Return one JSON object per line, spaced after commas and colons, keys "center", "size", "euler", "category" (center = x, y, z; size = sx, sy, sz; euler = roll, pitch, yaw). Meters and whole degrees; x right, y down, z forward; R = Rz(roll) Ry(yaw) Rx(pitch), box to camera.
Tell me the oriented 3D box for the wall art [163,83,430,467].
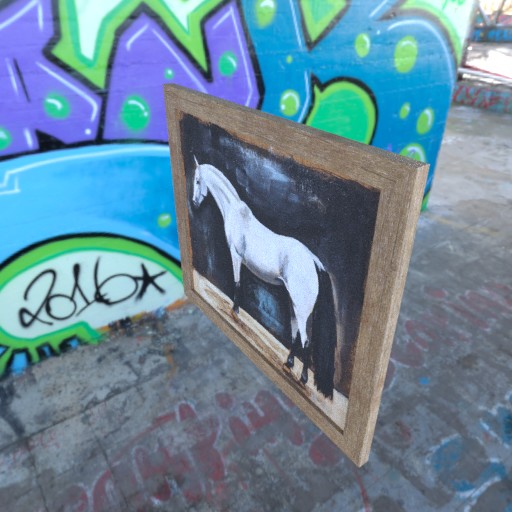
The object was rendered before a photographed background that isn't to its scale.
{"center": [0.000, 0.000, 0.928], "size": [0.026, 0.588, 0.690], "euler": [-21, 37, -30], "category": "wall art"}
